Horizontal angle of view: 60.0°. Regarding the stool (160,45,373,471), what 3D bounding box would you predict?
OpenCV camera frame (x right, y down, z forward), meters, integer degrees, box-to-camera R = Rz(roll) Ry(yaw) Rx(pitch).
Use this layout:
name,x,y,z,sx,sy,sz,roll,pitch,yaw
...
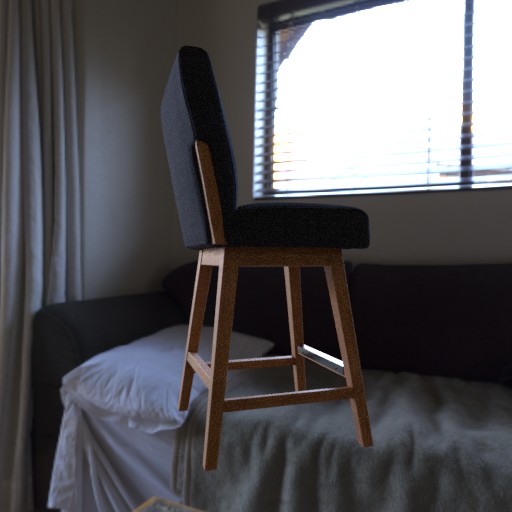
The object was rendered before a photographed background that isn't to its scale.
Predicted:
name,x,y,z,sx,sy,sz,roll,pitch,yaw
stool,0.000,0.000,1.317,0.526,1.010,0.459,0,0,-18
